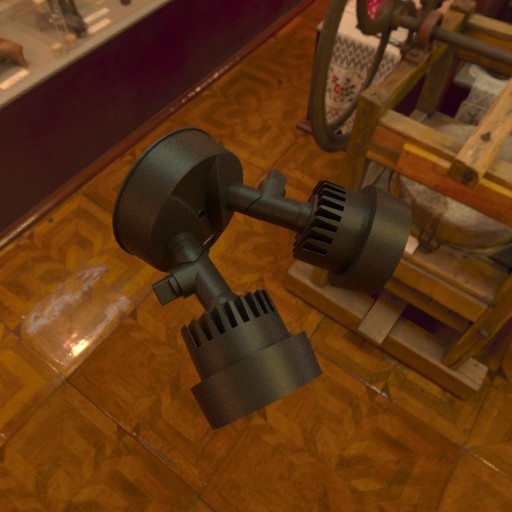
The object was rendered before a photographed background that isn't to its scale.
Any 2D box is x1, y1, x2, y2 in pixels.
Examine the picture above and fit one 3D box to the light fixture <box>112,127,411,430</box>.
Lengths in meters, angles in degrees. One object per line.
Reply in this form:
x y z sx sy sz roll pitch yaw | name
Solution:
0.000 0.000 0.315 0.168 0.120 0.213 34 64 19 | light fixture
